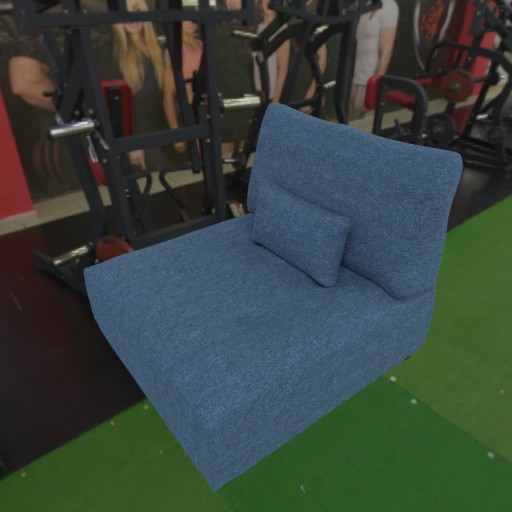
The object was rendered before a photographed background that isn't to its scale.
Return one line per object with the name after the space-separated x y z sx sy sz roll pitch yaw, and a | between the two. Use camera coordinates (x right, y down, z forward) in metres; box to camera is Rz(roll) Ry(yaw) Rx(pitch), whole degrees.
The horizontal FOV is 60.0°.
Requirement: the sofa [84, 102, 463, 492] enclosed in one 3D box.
0.000 0.000 1.616 1.000 0.820 0.930 -22 38 -31 | sofa
